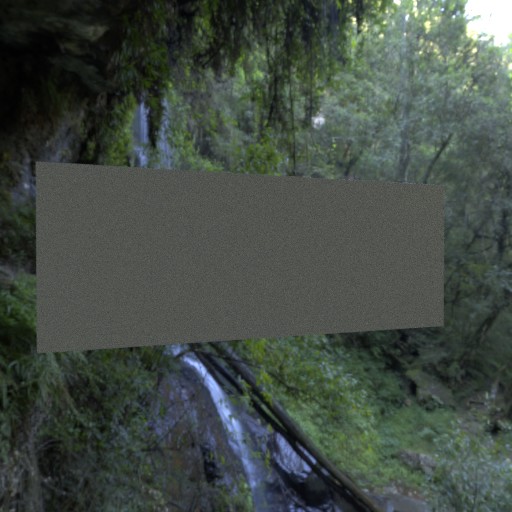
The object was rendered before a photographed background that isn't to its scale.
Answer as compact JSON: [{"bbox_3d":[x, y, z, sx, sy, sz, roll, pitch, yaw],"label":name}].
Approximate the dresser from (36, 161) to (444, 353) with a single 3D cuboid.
[{"bbox_3d":[0.000,0.000,2.529,2.200,0.840,0.500,0,1,-19],"label":"dresser"}]
